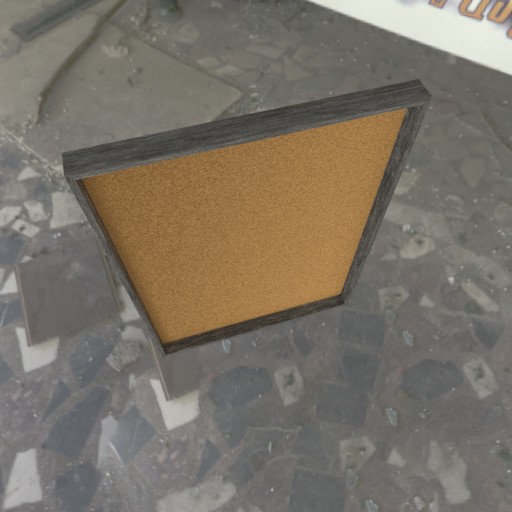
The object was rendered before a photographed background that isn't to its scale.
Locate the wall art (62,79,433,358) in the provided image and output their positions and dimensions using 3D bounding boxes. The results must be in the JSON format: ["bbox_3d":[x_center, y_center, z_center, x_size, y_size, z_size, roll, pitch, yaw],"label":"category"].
[{"bbox_3d":[0.000,0.000,1.326,0.762,1.016,0.063,-14,59,-9],"label":"wall art"}]
